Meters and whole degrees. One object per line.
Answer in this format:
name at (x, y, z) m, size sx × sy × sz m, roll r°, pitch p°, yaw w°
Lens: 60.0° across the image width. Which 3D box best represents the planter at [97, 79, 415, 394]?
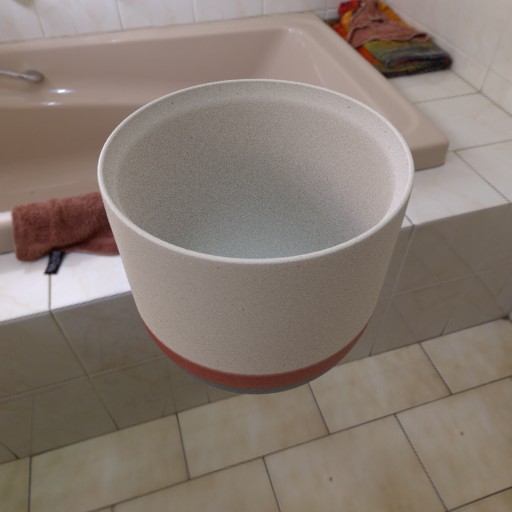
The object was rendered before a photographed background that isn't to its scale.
planter at (0.000, 0.000, 0.479) m, size 0.268 × 0.270 × 0.268 m, roll 0°, pitch 47°, yaw 0°
